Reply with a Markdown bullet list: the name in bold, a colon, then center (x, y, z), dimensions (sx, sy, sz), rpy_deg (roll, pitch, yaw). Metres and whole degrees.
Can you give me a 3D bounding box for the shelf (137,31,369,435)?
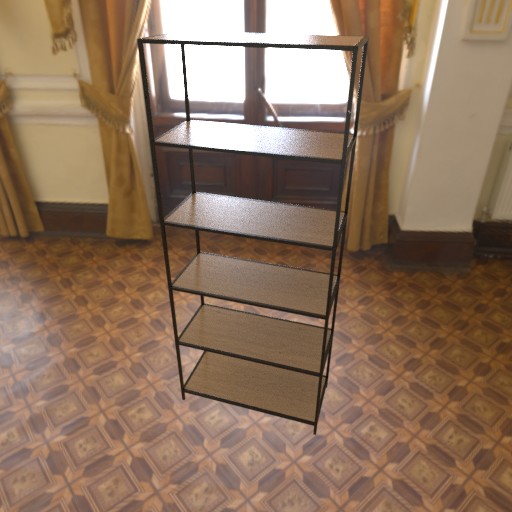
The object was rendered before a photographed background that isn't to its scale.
- **shelf**: center (0.000, 0.000, 2.084), dimensions (0.770, 1.850, 0.350), rpy_deg (9, 32, 15)
